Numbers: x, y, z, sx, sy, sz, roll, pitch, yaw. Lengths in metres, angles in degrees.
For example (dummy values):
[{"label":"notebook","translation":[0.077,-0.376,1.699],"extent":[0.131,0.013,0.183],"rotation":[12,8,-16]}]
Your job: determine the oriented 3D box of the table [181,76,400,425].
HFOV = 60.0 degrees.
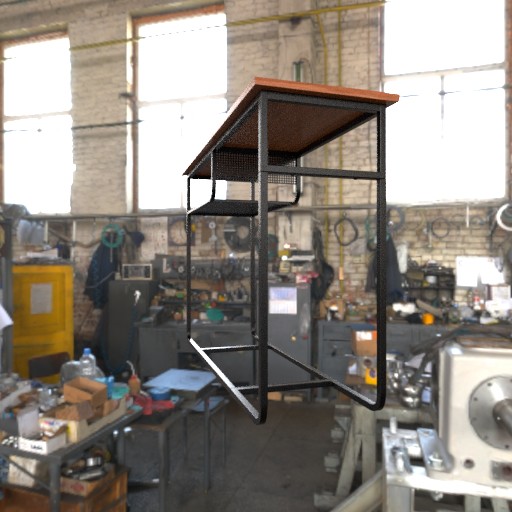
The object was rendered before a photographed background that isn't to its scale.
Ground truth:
[{"label":"table","translation":[0.000,0.000,1.497],"extent":[0.350,0.750,1.100],"rotation":[0,0,-17]}]
